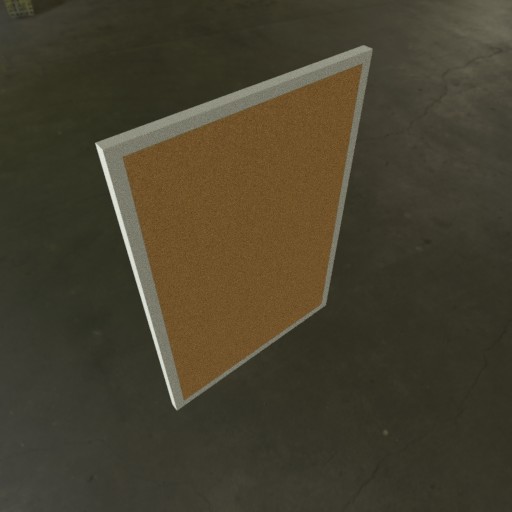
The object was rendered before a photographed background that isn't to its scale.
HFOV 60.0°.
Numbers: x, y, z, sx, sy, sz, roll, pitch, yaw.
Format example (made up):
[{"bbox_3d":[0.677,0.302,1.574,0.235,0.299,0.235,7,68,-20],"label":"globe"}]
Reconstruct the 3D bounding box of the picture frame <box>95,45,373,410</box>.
[{"bbox_3d":[0.000,0.000,0.556,0.305,0.434,0.013,-30,53,-26],"label":"picture frame"}]
